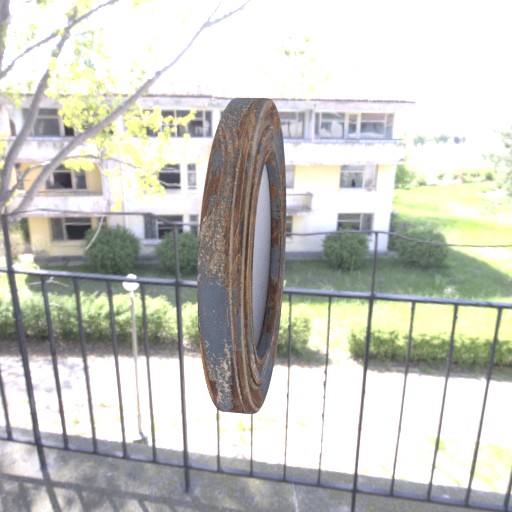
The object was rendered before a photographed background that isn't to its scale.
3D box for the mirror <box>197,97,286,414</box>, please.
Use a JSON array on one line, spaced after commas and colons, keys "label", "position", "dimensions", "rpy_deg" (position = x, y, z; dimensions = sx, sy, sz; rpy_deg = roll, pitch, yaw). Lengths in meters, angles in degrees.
[{"label": "mirror", "position": [0.000, 0.000, 0.868], "dimensions": [0.061, 0.585, 0.585], "rpy_deg": [3, 16, 9]}]
